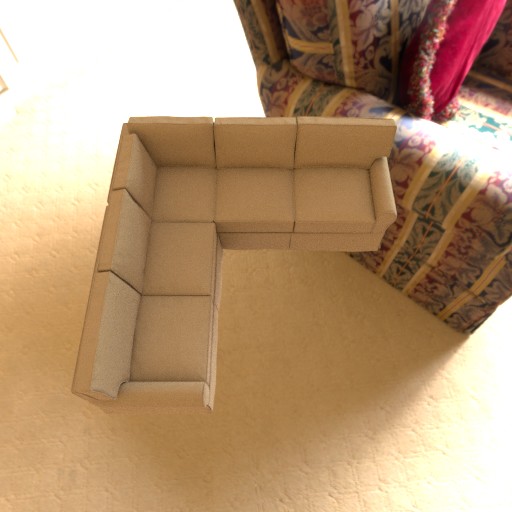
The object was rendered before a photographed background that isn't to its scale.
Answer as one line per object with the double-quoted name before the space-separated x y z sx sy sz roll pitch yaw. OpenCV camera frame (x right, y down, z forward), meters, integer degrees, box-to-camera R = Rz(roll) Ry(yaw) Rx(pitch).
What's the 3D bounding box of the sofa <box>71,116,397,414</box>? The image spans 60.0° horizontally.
"sofa" 0.000 0.000 4.151 2.733 1.124 2.730 0 63 0
